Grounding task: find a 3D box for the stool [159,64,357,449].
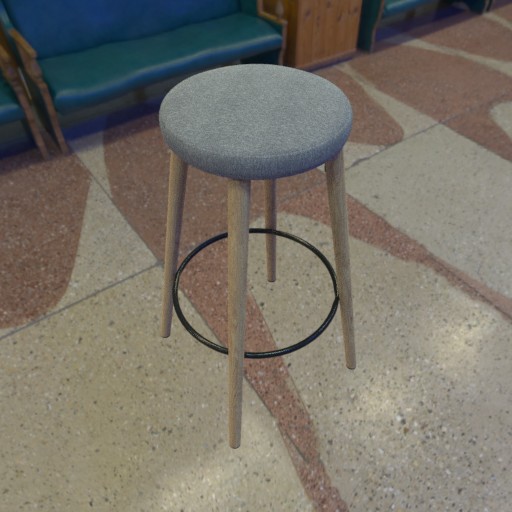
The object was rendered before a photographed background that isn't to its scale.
[{"bbox_3d":[0.000,0.000,0.992,0.410,0.770,0.410,-26,51,-23],"label":"stool"}]
